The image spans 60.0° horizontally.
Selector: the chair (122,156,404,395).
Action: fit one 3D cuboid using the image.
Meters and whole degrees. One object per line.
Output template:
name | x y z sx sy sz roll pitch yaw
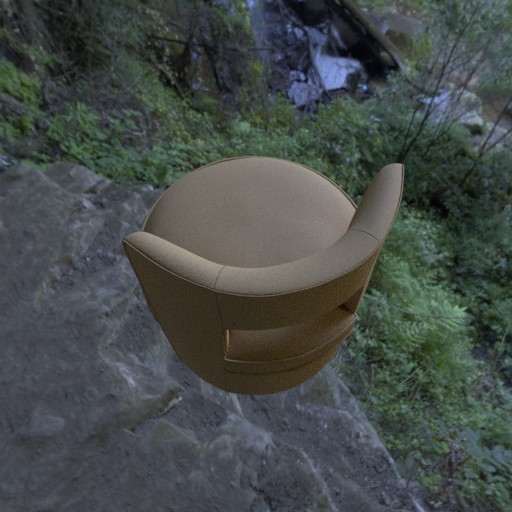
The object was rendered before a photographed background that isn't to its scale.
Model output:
chair | 0.000 0.000 1.249 0.650 0.723 0.665 -16 59 -10
